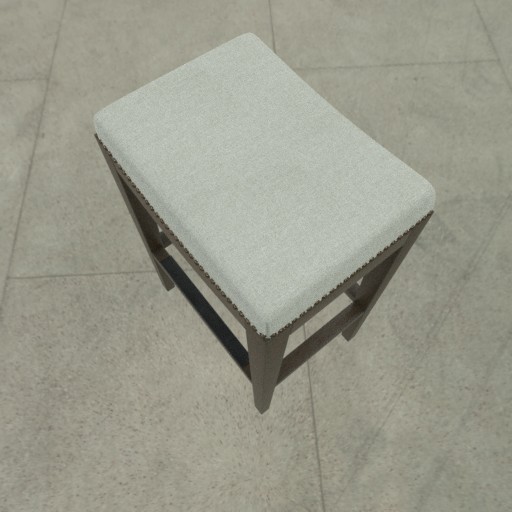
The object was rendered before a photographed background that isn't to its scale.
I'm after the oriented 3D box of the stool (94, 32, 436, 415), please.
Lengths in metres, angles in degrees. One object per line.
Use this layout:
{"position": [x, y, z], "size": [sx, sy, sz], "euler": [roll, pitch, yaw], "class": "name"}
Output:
{"position": [0.000, 0.000, 1.028], "size": [0.358, 0.759, 0.498], "euler": [-35, 69, -16], "class": "stool"}
